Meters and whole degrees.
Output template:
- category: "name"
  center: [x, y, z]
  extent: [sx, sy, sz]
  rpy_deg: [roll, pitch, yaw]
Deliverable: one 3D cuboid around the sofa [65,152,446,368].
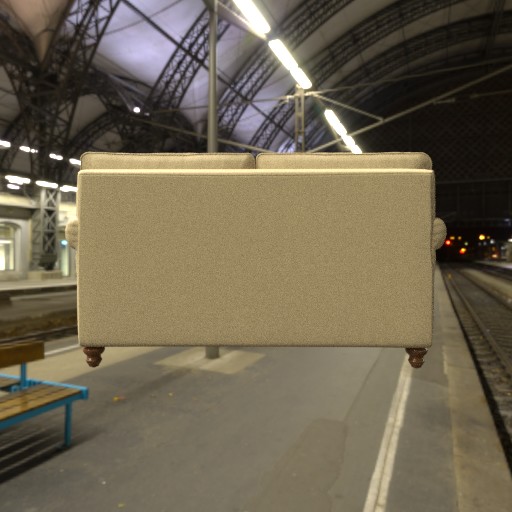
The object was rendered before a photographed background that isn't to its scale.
- category: "sofa"
  center: [0.000, 0.000, 2.273]
  extent: [1.665, 0.937, 0.964]
  rpy_deg: [0, 0, 1]
